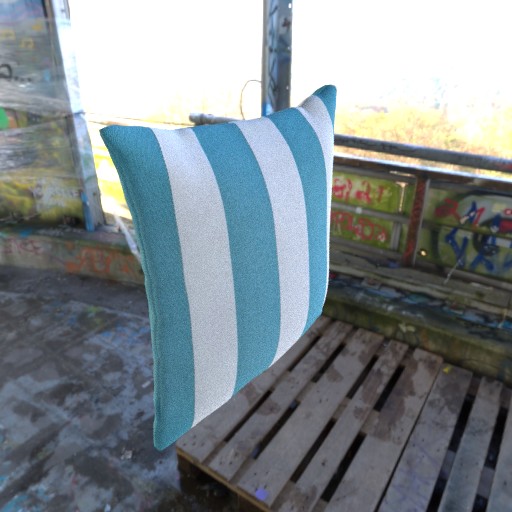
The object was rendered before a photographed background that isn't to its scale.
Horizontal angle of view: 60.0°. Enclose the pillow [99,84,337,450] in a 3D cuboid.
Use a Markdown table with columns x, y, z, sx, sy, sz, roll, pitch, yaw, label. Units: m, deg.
| x | y | z | sx | sy | sz | roll | pitch | yaw | label |
| --- | --- | --- | --- | --- | --- | --- | --- | --- | --- |
| 0.000 | 0.000 | 0.779 | 0.189 | 0.526 | 0.536 | 18 | 32 | 32 | pillow |
